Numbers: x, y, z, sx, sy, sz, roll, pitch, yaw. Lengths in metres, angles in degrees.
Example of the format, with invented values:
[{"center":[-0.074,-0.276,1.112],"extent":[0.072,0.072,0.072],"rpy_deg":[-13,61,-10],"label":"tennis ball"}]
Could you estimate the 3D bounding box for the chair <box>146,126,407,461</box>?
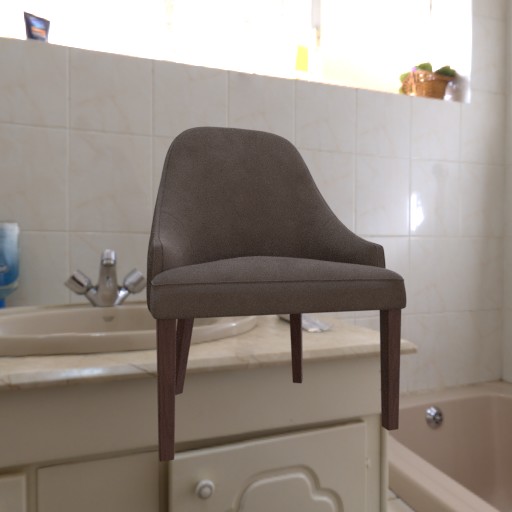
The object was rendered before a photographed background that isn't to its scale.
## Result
[{"center":[0.000,0.000,1.305],"extent":[0.643,0.889,0.575],"rpy_deg":[0,1,-17],"label":"chair"}]
